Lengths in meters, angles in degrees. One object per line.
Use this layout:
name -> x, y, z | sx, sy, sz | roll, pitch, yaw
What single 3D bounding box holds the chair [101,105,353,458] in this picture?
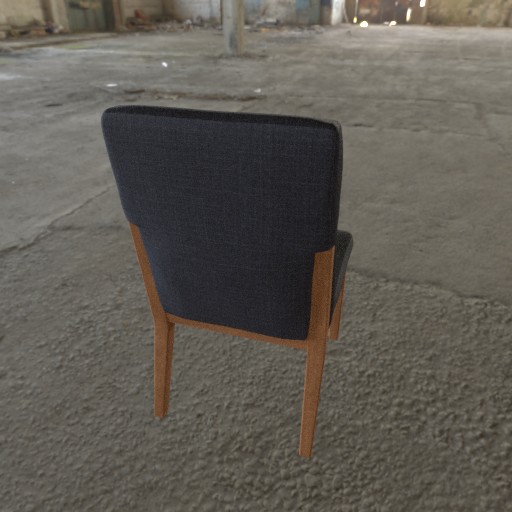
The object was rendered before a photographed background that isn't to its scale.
chair -> 0.000, 0.000, 1.272 | 0.507, 0.911, 0.586 | 9, 31, 15
